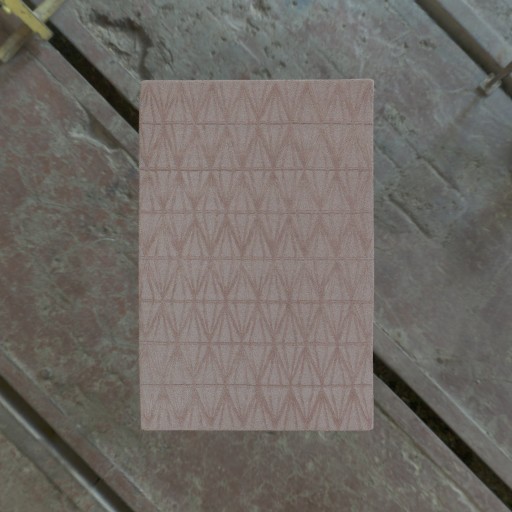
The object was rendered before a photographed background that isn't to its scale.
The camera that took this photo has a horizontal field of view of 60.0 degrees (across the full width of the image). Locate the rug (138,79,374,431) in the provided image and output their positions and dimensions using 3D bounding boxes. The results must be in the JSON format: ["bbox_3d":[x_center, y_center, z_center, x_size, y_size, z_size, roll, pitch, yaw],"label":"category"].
[{"bbox_3d":[0.000,0.000,2.316,1.230,0.025,1.837,0,91,1],"label":"rug"}]
